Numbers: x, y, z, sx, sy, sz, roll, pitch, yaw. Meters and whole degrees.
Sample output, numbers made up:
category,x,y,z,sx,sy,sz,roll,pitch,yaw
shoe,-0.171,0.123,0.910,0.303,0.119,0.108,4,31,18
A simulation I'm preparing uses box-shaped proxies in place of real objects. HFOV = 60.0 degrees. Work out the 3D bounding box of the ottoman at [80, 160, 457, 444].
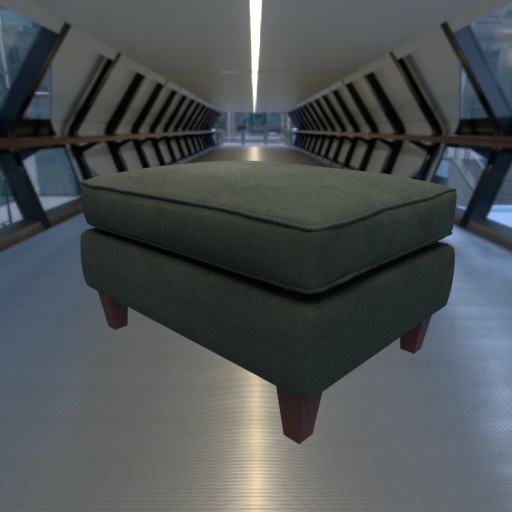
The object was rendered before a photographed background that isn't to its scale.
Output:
category,x,y,z,sx,sy,sz,roll,pitch,yaw
ottoman,0.000,0.000,1.239,0.864,0.495,0.632,16,23,42
